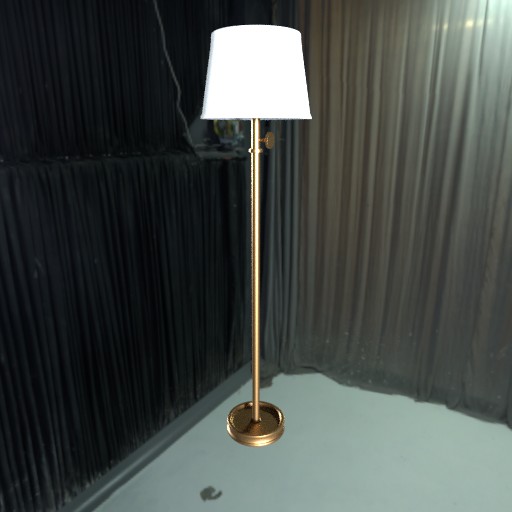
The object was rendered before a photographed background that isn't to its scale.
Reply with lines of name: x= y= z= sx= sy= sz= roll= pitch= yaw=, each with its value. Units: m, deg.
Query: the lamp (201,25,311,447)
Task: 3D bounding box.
lamp: x=0.000 y=0.000 z=0.783 sx=0.178 sy=0.710 sz=0.178 roll=0 pitch=16 yaw=0
